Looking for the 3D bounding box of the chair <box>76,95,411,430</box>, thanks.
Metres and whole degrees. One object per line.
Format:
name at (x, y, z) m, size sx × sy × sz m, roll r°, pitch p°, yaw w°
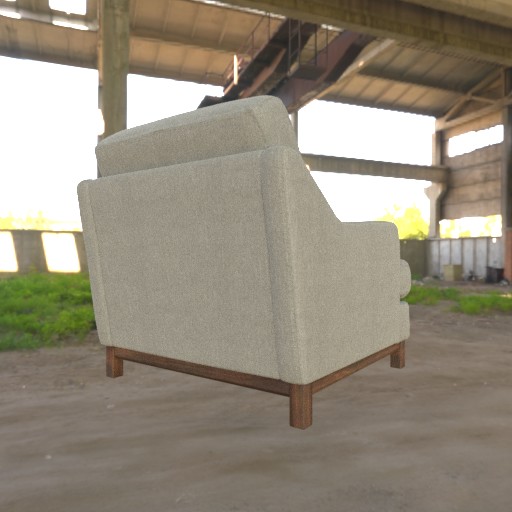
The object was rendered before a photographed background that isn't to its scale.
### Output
chair at (0.000, 0.000, 1.546) m, size 0.826 × 0.821 × 0.892 m, roll 0°, pitch 0°, yaw 36°
